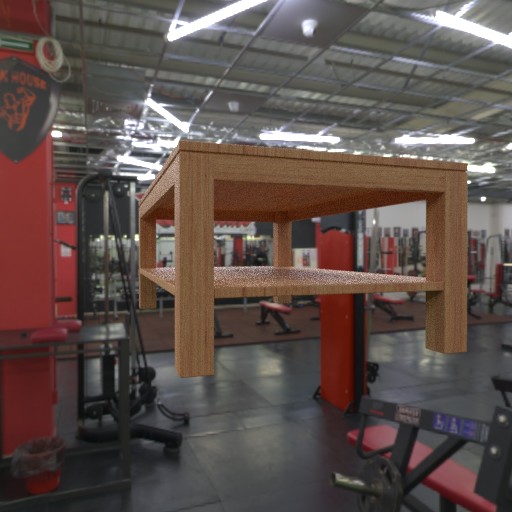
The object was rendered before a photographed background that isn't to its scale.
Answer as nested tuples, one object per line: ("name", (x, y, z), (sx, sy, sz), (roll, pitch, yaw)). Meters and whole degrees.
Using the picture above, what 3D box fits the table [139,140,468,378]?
("table", (0.000, 0.000, 1.503), (0.695, 0.457, 1.146), (0, 1, -19))
